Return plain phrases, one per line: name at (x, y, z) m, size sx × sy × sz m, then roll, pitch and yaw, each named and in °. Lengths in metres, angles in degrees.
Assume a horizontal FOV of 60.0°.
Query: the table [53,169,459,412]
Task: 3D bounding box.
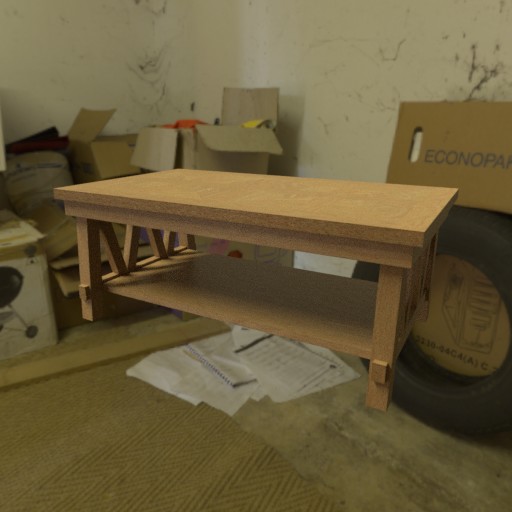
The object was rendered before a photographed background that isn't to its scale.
table at (0.000, 0.000, 1.666) m, size 1.270 × 0.507 × 0.711 m, roll 10°, pitch 20°, yaw 28°
